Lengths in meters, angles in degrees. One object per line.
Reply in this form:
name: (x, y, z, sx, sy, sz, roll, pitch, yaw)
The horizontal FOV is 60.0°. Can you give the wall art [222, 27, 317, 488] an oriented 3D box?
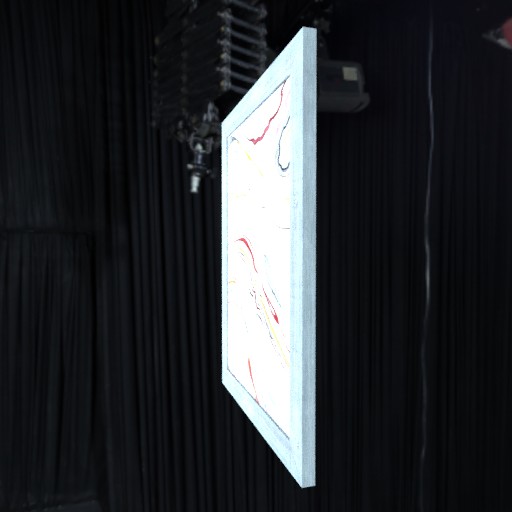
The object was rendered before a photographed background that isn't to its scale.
wall art: (0.000, 0.000, 0.822, 0.020, 0.613, 0.481, 0, 1, -17)
